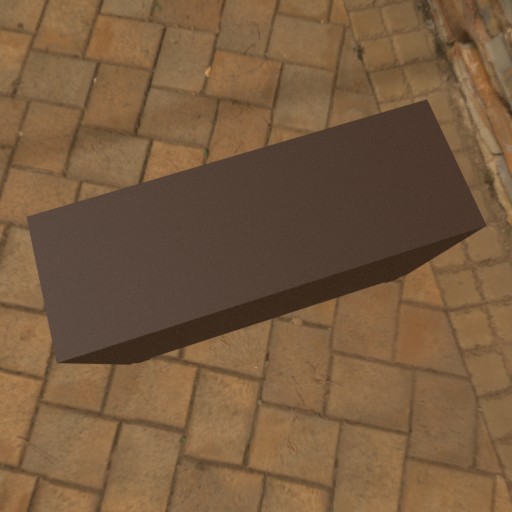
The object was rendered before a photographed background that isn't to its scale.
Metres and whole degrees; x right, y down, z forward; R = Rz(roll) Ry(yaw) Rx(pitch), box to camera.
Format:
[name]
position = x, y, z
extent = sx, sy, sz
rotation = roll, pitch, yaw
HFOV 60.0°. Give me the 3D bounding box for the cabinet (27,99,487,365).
[cabinet]
position = 0.000, 0.000, 1.865
extent = 1.396, 0.914, 0.482
rotation = -17, 77, -4
